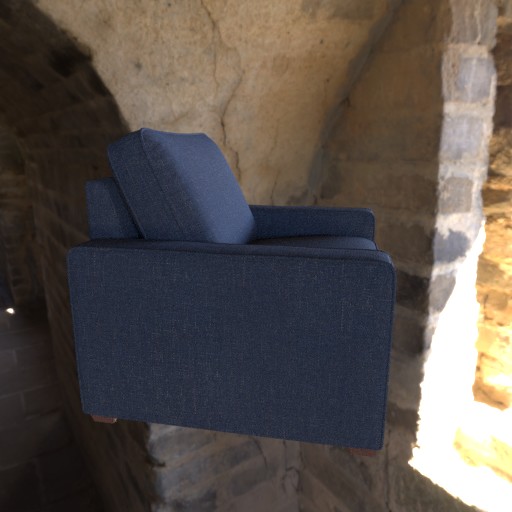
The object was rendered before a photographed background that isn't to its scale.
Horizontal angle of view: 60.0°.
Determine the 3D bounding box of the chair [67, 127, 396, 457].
[{"bbox_3d":[0.000,0.000,1.679,0.940,0.919,1.017,3,14,11],"label":"chair"}]
